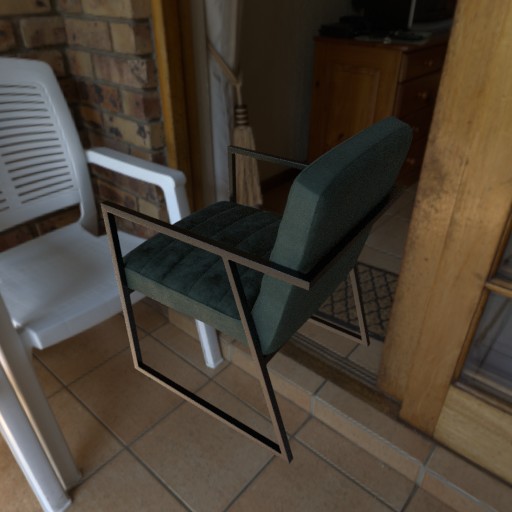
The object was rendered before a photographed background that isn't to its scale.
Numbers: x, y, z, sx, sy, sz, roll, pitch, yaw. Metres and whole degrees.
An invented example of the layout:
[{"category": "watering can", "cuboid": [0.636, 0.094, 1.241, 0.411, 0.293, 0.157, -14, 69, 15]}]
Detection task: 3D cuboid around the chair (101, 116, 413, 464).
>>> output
[{"category": "chair", "cuboid": [0.000, 0.000, 1.337, 0.677, 0.833, 0.571, 21, 38, 29]}]
